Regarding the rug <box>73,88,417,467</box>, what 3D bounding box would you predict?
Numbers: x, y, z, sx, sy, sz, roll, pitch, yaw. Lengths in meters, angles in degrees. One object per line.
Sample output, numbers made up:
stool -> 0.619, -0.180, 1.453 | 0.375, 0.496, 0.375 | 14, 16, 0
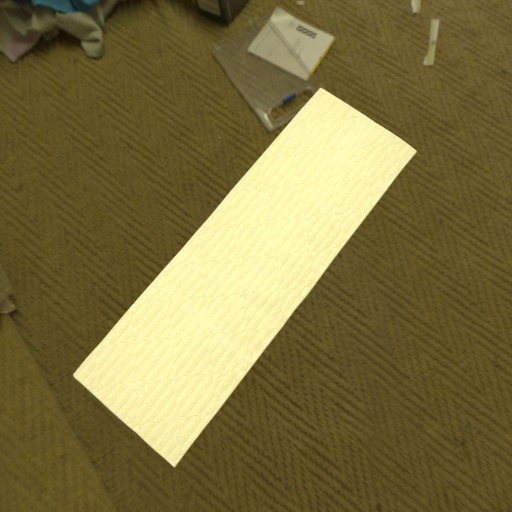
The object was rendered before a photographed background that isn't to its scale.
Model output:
rug -> 0.000, 0.000, 2.743 | 0.793, 0.014, 2.450 | 37, 78, 9
